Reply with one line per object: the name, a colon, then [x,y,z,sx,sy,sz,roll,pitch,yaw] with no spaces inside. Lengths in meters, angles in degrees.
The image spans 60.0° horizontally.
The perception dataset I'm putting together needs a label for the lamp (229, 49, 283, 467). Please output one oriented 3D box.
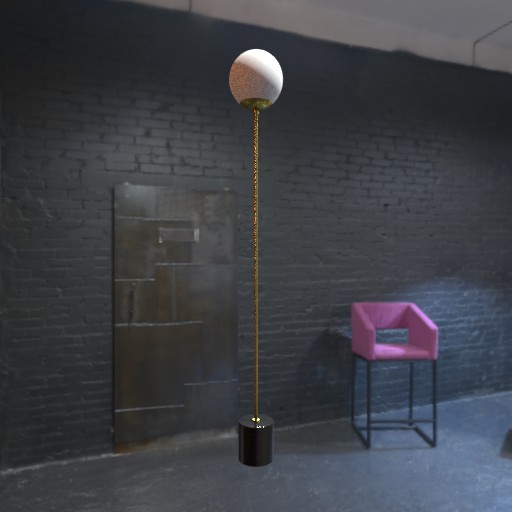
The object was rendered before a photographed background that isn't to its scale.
lamp: [0.000,0.000,1.905,0.229,1.748,0.229,0,1,-19]
